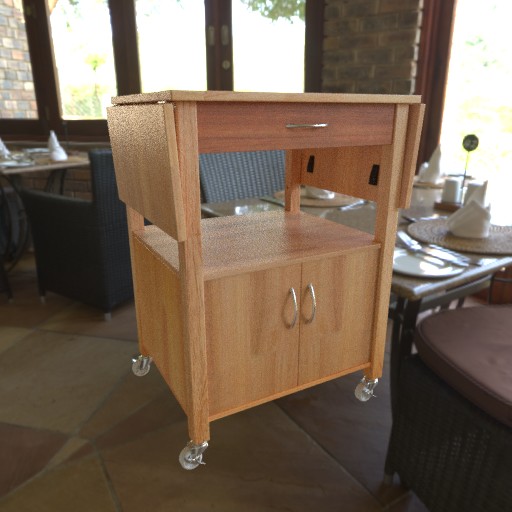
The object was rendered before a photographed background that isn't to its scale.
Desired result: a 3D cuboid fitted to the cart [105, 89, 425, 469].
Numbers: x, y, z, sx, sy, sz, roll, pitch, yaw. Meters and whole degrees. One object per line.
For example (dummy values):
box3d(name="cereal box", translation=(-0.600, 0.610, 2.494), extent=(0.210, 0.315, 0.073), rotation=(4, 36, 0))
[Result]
box3d(name="cart", translation=(0.000, 0.000, 1.237), extent=(0.640, 0.838, 0.508), rotation=(-10, 20, -27))
